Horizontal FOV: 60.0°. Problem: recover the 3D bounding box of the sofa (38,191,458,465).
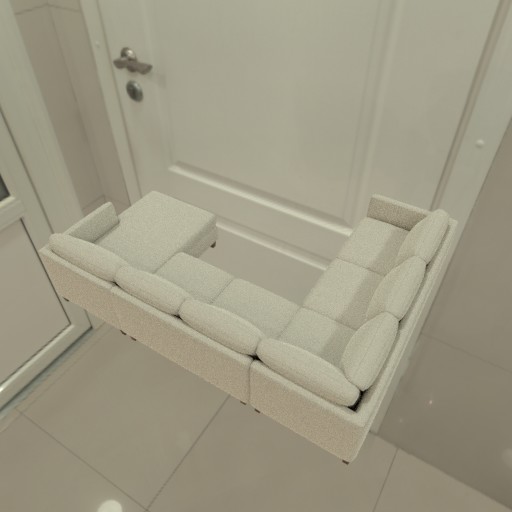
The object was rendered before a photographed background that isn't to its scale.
[{"bbox_3d":[0.000,0.000,4.432,3.238,0.853,2.551,23,49,22],"label":"sofa"}]
